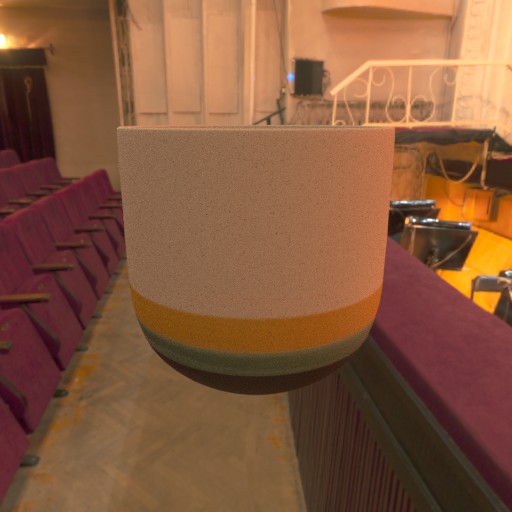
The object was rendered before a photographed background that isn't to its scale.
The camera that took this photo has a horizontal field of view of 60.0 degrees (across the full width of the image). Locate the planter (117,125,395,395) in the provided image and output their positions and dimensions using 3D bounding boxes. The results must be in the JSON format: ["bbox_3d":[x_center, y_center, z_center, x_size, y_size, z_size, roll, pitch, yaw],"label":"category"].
[{"bbox_3d":[0.000,0.000,0.481,0.268,0.270,0.268,0,17,0],"label":"planter"}]
